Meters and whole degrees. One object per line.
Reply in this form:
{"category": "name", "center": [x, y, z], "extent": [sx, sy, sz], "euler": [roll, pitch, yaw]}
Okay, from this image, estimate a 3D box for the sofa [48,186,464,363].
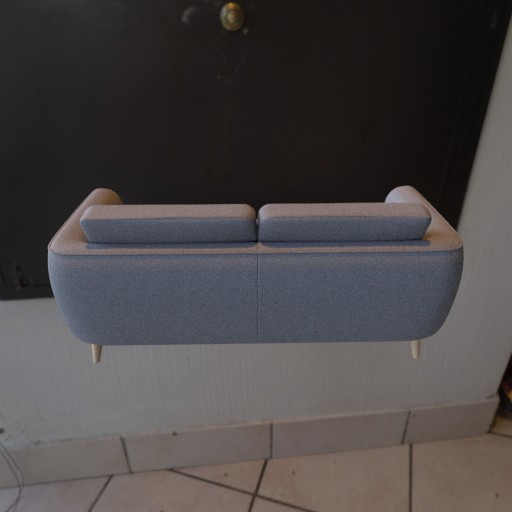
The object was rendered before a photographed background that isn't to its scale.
{"category": "sofa", "center": [0.000, 0.000, 2.524], "extent": [2.000, 0.870, 0.920], "euler": [-1, 31, -1]}
